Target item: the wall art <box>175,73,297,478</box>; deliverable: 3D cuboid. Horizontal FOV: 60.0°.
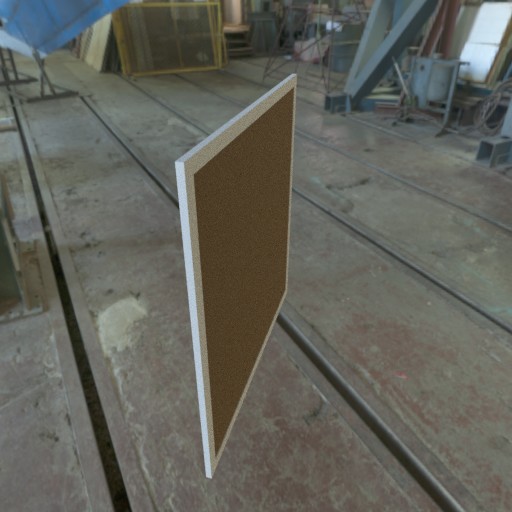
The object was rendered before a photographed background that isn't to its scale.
[{"bbox_3d":[0.000,0.000,1.218,0.015,0.812,0.812,9,33,14],"label":"wall art"}]
